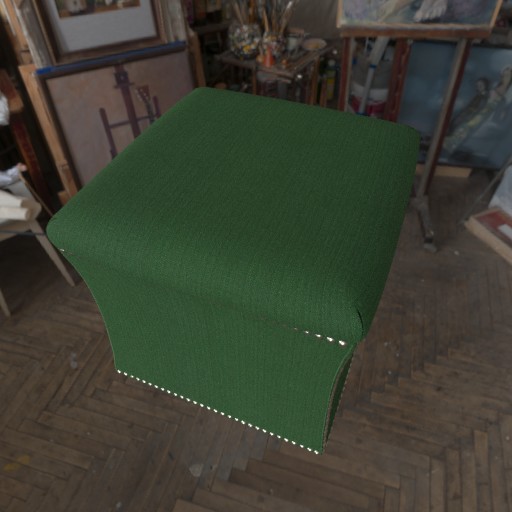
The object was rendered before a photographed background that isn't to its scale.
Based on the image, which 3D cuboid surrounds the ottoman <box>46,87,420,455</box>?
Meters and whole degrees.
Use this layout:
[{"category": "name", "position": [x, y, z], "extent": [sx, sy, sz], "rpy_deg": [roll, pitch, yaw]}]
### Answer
[{"category": "ottoman", "position": [0.000, 0.000, 0.882], "extent": [0.497, 0.475, 0.507], "rpy_deg": [17, 48, 16]}]
